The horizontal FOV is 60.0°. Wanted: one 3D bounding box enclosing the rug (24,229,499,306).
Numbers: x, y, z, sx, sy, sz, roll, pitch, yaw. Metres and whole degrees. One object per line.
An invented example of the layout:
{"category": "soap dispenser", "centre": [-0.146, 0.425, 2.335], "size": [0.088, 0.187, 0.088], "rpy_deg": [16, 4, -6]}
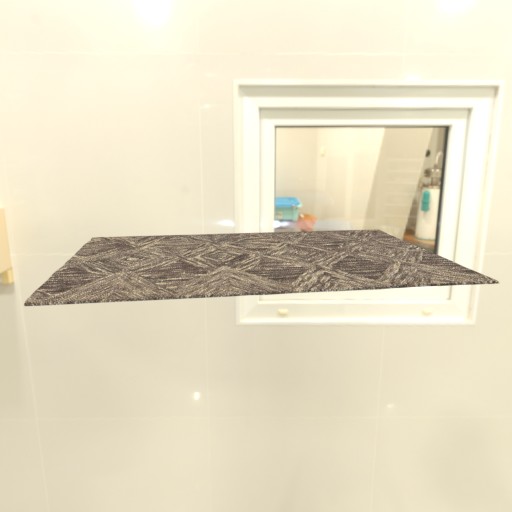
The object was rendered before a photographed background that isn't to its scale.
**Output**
{"category": "rug", "centre": [0.000, 0.000, 2.220], "size": [1.814, 0.012, 1.186], "rpy_deg": [-2, 14, -8]}
